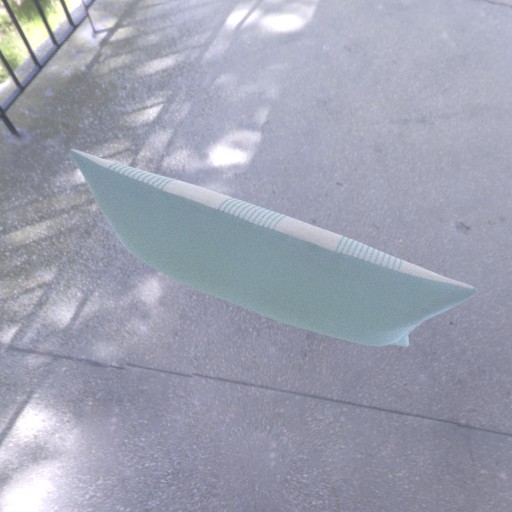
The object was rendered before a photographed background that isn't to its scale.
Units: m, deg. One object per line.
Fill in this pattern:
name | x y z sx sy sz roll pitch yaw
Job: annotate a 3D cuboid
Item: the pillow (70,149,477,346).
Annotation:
pillow | 0.000 0.000 0.741 0.610 0.287 0.151 20 66 10
